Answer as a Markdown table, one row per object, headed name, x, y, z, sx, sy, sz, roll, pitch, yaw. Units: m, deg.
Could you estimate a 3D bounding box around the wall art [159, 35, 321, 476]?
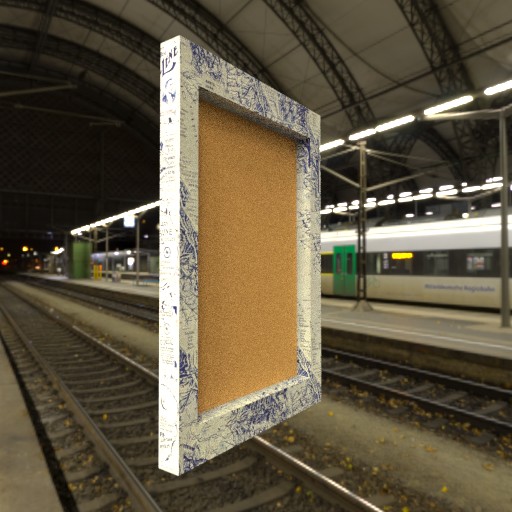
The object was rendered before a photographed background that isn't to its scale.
| name | x | y | z | sx | sy | sz | roll | pitch | yaw |
| --- | --- | --- | --- | --- | --- | --- | --- | --- | --- |
| wall art | 0.000 | 0.000 | 0.487 | 0.025 | 0.376 | 0.255 | -1 | -1 | 36 |
